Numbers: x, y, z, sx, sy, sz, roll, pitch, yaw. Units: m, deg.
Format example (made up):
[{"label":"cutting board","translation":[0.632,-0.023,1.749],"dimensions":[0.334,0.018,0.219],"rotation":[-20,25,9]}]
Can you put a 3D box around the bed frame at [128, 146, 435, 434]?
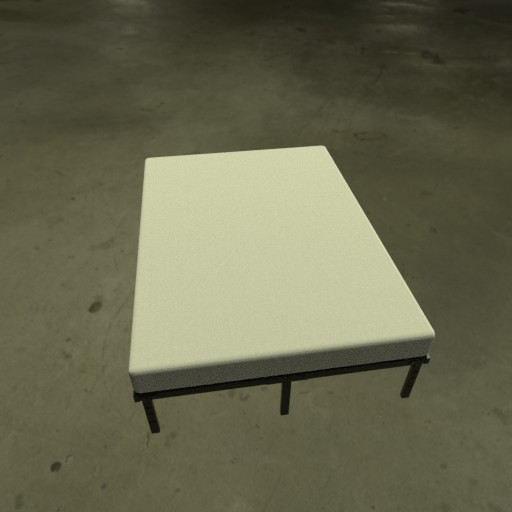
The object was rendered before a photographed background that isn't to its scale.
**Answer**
[{"label":"bed frame","translation":[0.000,0.000,3.825],"dimensions":[2.205,0.680,2.842],"rotation":[-1,40,-1]}]
